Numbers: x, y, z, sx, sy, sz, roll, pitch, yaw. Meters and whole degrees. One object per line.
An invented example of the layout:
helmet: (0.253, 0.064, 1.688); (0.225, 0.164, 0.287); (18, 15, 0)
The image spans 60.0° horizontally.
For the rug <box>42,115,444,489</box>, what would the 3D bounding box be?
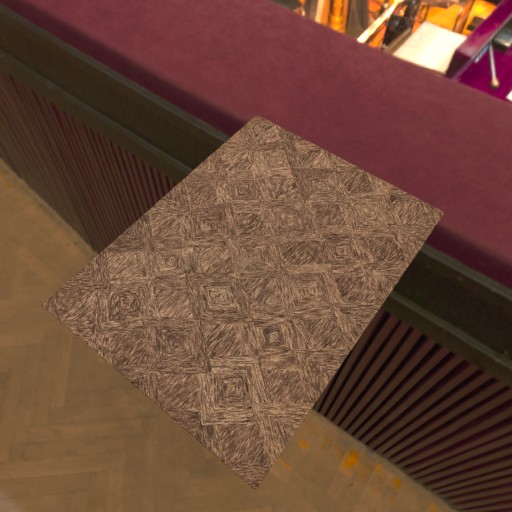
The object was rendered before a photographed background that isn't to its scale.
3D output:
rug: (0.000, 0.000, 4.280); (2.448, 0.017, 3.204); (33, 64, 19)
